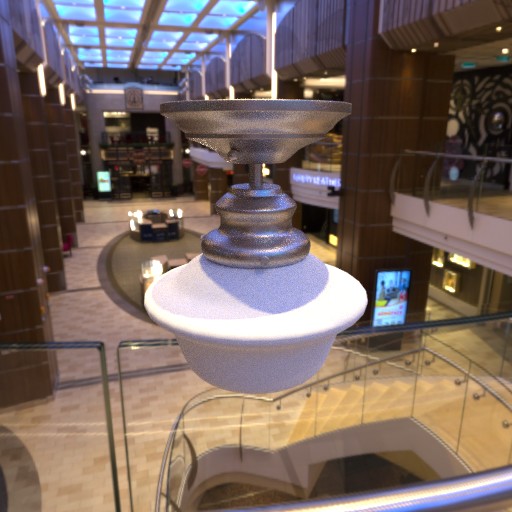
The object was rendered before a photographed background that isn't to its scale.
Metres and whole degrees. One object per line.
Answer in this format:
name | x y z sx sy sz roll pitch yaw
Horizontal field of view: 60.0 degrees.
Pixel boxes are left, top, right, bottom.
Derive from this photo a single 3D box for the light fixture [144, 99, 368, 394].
light fixture | 0.000 0.000 0.393 0.199 0.254 0.199 0 16 0
